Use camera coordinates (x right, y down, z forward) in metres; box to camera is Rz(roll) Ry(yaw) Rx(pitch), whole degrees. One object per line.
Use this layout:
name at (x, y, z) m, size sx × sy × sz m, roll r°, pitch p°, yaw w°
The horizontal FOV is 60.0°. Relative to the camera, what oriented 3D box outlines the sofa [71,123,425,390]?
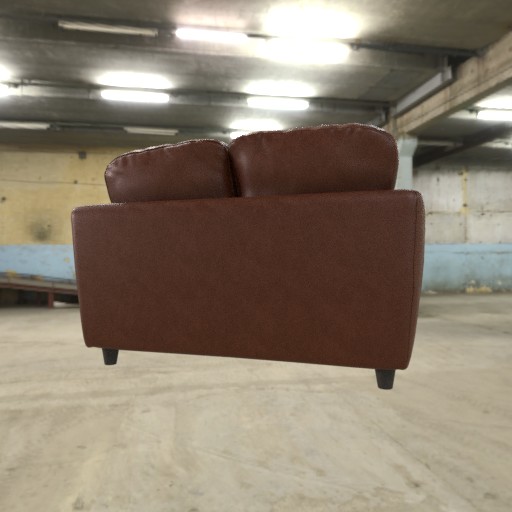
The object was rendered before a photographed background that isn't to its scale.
sofa at (0.000, 0.000, 1.955) m, size 1.406 × 0.906 × 0.805 m, roll 0°, pitch -1°, yaw 18°
